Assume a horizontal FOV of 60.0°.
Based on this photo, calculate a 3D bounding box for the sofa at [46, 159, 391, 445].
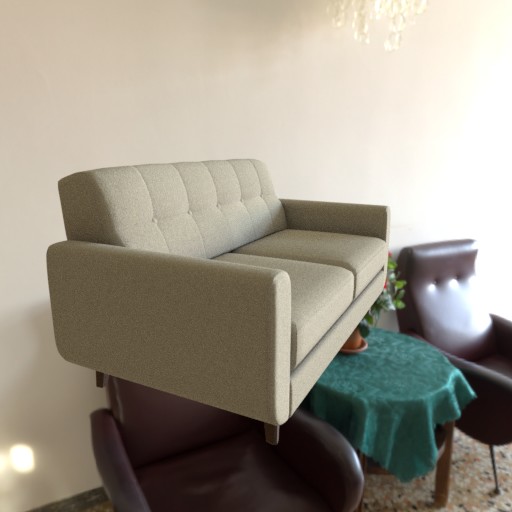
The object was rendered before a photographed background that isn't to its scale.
[{"bbox_3d":[0.000,0.000,2.150,0.980,0.892,1.655,7,16,26],"label":"sofa"}]
